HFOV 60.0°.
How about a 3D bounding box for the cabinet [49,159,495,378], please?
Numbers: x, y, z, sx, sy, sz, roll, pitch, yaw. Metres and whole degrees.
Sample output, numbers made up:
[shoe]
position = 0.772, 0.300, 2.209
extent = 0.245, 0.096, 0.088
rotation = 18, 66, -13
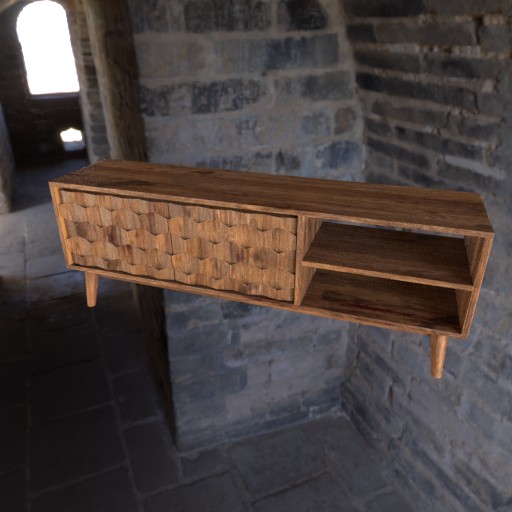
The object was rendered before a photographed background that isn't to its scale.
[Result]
[cabinet]
position = 0.000, 0.000, 1.644
extent = 1.448, 0.528, 0.349
rotation = 8, 28, 16
